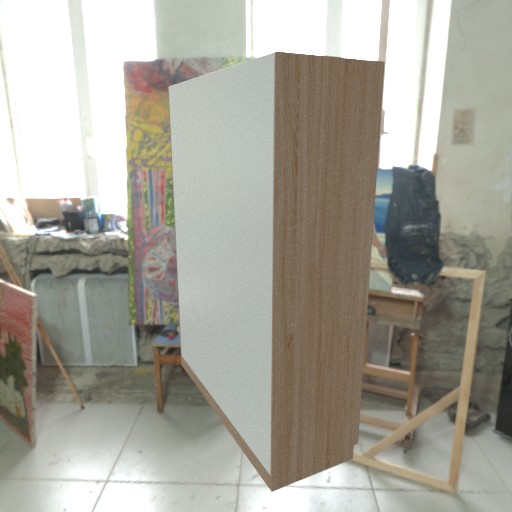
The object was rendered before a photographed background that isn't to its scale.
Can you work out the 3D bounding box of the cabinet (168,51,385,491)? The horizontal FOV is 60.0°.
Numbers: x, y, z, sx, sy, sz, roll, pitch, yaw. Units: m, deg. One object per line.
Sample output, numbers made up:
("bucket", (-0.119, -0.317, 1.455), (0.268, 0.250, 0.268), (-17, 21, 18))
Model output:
("cabinet", (0.000, 0.000, 2.808), (0.590, 2.120, 1.500), (-8, 17, -26))
